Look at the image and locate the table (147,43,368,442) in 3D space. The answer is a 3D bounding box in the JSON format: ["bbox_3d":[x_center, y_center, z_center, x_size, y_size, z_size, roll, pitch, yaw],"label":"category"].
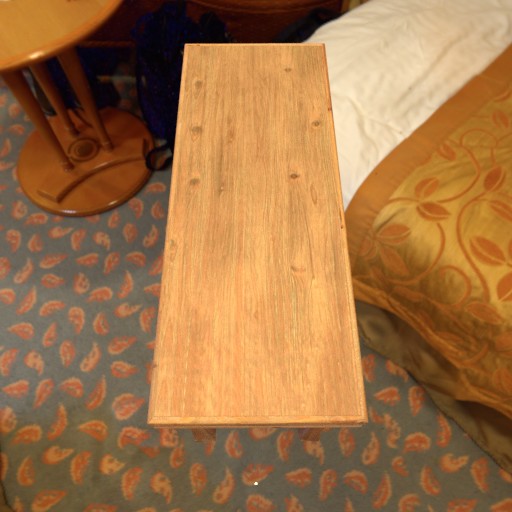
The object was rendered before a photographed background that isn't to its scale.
[{"bbox_3d":[0.000,0.000,1.730,0.522,0.873,1.330,0,63,0],"label":"table"}]
